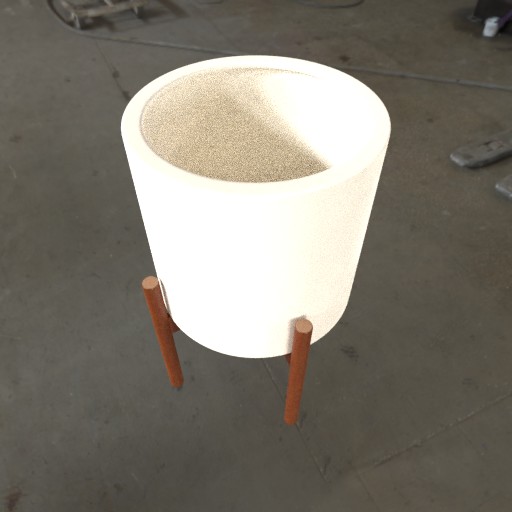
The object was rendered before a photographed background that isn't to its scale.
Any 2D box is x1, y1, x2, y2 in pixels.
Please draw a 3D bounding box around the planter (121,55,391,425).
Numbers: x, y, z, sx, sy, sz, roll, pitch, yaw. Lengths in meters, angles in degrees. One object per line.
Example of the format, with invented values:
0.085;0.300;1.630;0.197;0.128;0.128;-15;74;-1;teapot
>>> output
0.000;0.000;0.944;0.417;0.670;0.417;15;49;13;planter
